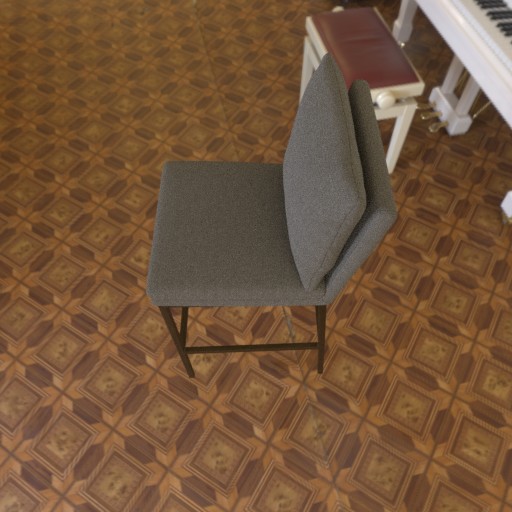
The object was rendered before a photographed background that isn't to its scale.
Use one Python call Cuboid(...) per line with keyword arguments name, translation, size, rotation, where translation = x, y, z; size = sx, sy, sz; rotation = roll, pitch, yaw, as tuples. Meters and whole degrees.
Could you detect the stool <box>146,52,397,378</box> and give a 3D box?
Cuboid(name="stool", translation=(0.000, 0.000, 1.409), size=(0.569, 1.132, 0.463), rotation=(0, 58, 0))
